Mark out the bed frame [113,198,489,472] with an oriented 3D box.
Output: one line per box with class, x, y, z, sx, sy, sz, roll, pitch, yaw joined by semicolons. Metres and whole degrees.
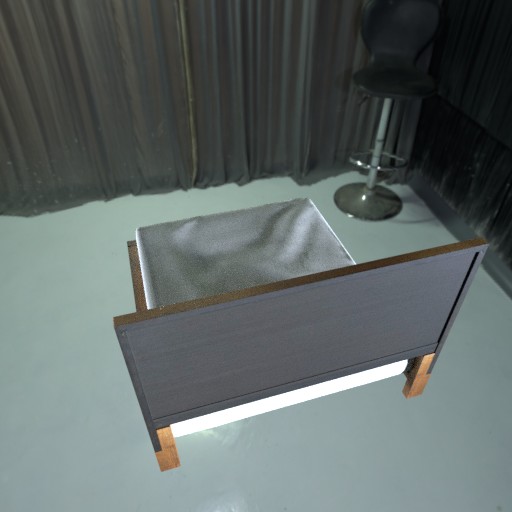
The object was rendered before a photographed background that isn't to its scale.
bed frame;0.000;0.000;3.553;2.038;1.537;2.235;-11;43;-13
